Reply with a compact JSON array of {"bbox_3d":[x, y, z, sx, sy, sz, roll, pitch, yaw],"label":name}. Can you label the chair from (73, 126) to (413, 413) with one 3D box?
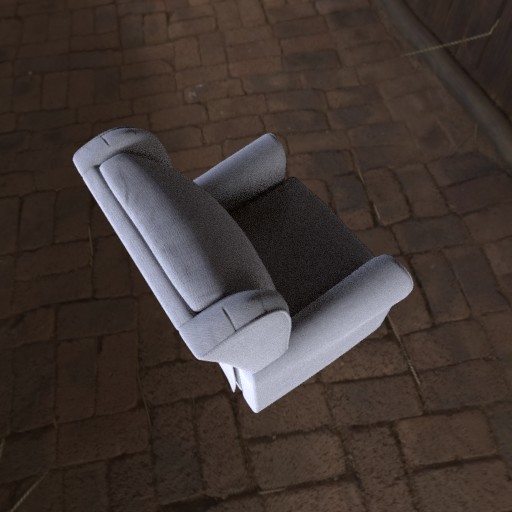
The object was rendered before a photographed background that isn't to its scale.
[{"bbox_3d":[0.000,0.000,1.689,0.854,0.966,0.906,-30,63,-17],"label":"chair"}]
